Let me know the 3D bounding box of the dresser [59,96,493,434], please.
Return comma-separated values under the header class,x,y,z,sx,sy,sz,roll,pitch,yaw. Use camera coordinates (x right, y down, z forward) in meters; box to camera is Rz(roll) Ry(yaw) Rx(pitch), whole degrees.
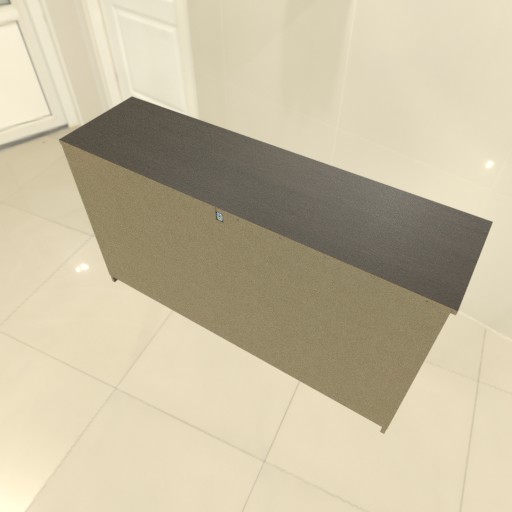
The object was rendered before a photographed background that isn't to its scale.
class,x,y,z,sx,sy,sz,roll,pitch,yaw
dresser,0.000,0.000,1.669,1.360,0.755,0.401,25,52,21
